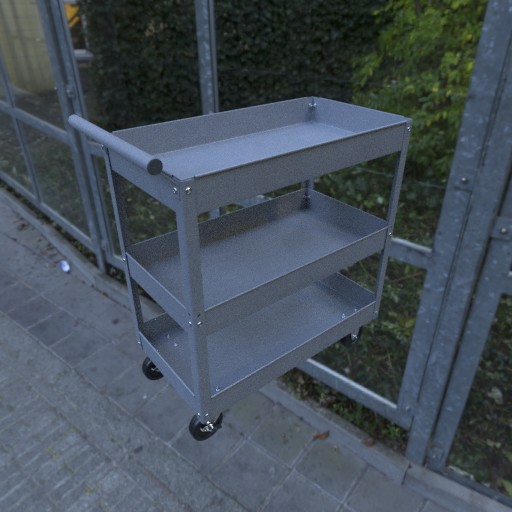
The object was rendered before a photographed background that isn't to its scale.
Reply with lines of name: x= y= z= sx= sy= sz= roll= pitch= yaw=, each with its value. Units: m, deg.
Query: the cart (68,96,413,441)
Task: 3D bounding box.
cart: x=0.000 y=0.000 z=1.193 sx=0.719 sy=0.780 sz=0.366 roll=-22 pitch=37 yaw=-32
